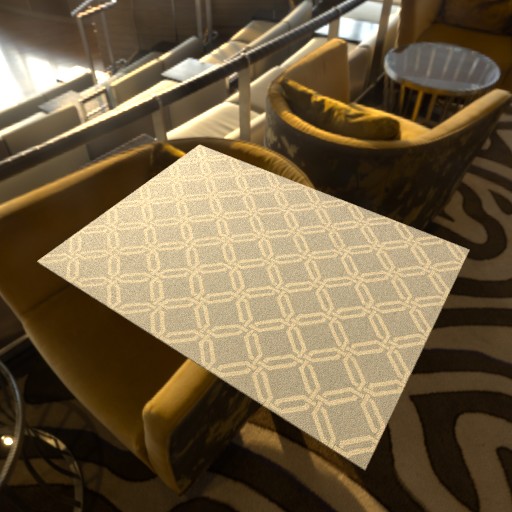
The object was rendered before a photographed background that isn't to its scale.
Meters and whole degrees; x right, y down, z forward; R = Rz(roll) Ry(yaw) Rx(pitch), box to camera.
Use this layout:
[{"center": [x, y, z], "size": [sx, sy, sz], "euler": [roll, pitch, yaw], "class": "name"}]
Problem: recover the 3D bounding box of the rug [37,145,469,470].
[{"center": [0.000, 0.000, 4.243], "size": [3.353, 0.013, 2.438], "euler": [26, 51, 23], "class": "rug"}]
